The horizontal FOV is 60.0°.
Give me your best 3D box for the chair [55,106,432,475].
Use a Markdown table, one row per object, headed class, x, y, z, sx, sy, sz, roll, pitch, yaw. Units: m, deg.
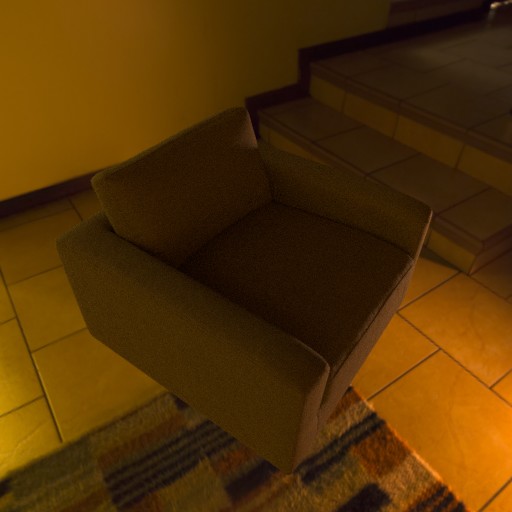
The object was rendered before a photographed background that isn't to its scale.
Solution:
| class | x | y | z | sx | sy | sz | roll | pitch | yaw |
| --- | --- | --- | --- | --- | --- | --- | --- | --- | --- |
| chair | 0.000 | 0.000 | 1.837 | 1.100 | 0.847 | 1.070 | 25 | 47 | 26 |
